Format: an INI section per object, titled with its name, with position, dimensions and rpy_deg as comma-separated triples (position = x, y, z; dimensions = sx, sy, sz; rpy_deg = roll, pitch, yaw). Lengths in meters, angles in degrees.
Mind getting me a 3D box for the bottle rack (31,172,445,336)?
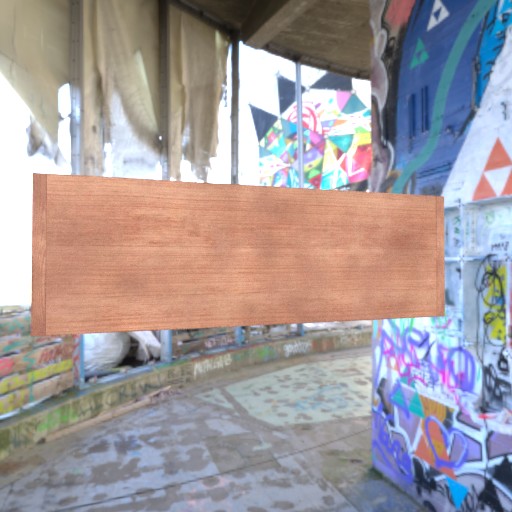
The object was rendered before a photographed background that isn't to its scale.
[bottle rack]
position = 0.000, 0.000, 0.686
dimensions = 0.608, 0.196, 0.126
rpy_deg = 0, -1, -19
